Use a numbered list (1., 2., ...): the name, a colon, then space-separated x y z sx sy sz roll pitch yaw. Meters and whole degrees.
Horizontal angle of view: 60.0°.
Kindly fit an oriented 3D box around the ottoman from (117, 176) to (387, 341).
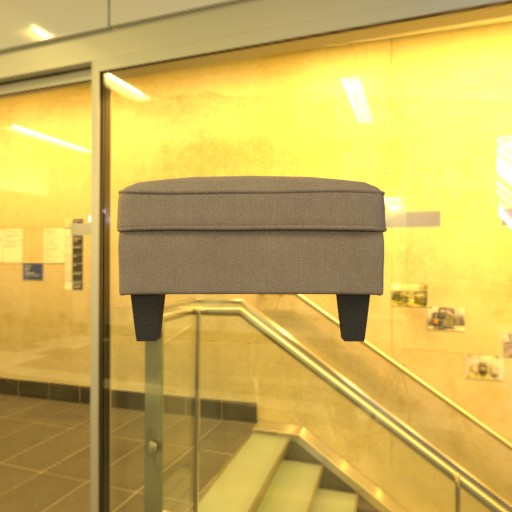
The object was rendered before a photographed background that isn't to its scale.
1. ottoman: 0.000 0.000 2.014 0.751 0.470 1.764 0 0 0
